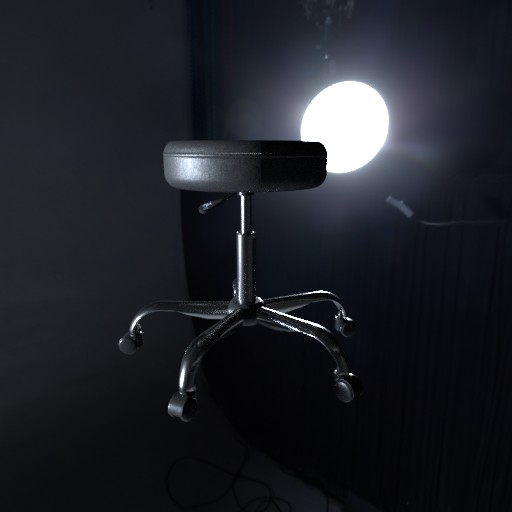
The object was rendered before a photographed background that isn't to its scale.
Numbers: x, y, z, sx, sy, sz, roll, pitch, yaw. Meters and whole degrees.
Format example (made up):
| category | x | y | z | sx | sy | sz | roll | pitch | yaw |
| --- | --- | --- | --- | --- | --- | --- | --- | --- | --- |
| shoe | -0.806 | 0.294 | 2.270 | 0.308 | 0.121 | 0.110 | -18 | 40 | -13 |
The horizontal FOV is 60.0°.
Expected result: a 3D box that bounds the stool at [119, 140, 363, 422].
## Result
| category | x | y | z | sx | sy | sz | roll | pitch | yaw |
| --- | --- | --- | --- | --- | --- | --- | --- | --- | --- |
| stool | 0.000 | 0.000 | 1.144 | 0.638 | 0.576 | 0.673 | 13 | 19 | 42 |
